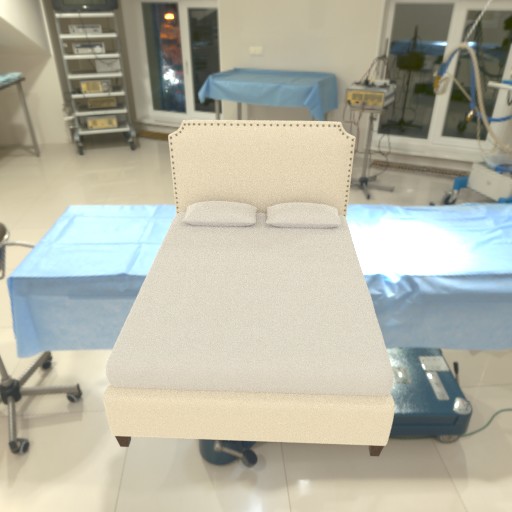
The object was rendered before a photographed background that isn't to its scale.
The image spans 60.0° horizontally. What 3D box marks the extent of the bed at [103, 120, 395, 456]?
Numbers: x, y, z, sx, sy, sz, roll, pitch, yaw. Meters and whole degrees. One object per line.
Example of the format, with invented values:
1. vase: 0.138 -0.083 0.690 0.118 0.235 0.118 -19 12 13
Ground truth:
1. bed: 0.000 0.000 3.392 1.712 1.497 2.372 1 31 2
